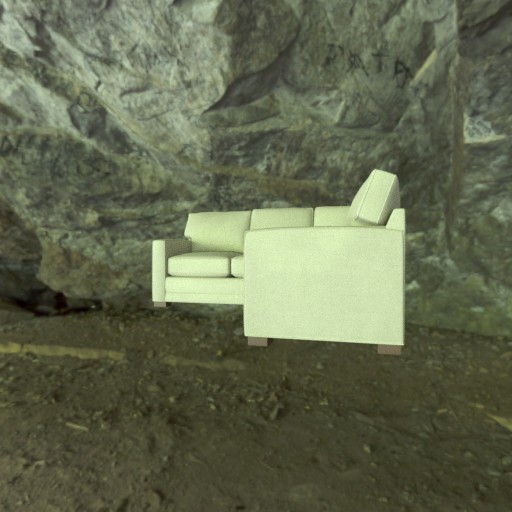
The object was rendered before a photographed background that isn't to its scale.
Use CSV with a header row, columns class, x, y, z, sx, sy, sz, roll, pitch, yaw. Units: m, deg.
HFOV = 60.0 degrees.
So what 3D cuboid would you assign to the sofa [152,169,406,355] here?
class,x,y,z,sx,sy,sz,roll,pitch,yaw
sofa,0.000,0.000,3.472,2.182,0.939,2.189,0,0,18
